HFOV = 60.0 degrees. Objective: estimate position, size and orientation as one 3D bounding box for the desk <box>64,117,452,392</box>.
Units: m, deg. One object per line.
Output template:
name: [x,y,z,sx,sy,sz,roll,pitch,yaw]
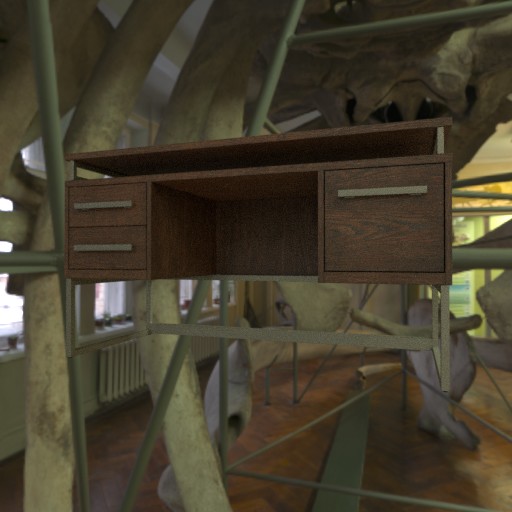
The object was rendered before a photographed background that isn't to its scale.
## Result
desk: [0.000,0.000,1.758,1.384,0.792,0.610,0,0,19]
